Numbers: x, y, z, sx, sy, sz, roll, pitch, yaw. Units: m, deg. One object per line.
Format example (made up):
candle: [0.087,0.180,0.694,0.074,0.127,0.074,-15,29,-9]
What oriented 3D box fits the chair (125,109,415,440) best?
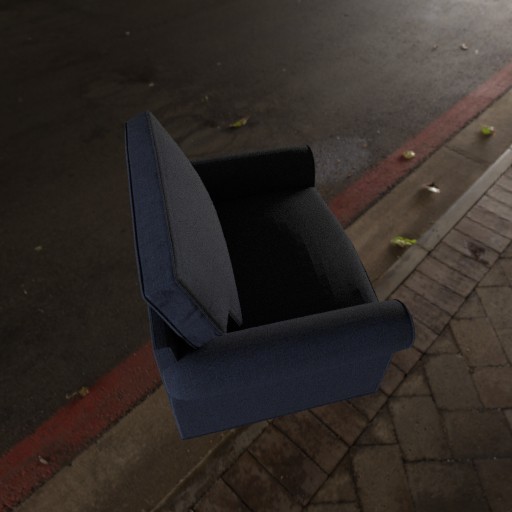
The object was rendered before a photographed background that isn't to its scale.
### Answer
chair: [0.000,0.000,2.032,0.963,1.044,1.285,-11,48,-10]
